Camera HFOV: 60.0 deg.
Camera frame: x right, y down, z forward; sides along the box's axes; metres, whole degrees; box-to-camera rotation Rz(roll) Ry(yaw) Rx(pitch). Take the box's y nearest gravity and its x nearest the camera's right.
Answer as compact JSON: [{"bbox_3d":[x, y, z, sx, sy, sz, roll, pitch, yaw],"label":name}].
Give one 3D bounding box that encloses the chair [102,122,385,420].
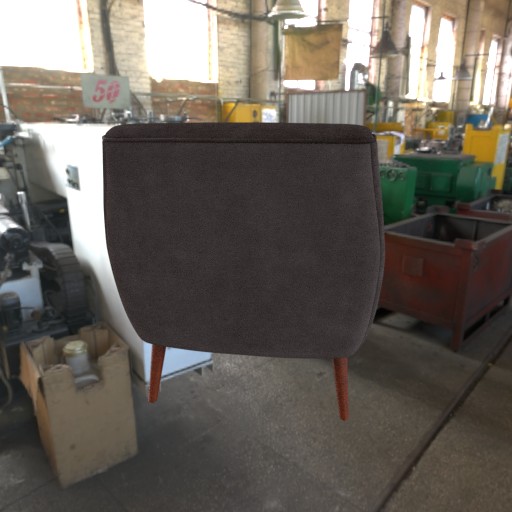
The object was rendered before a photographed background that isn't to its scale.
[{"bbox_3d":[0.000,0.000,1.445,0.762,0.838,0.787,2,17,8],"label":"chair"}]
